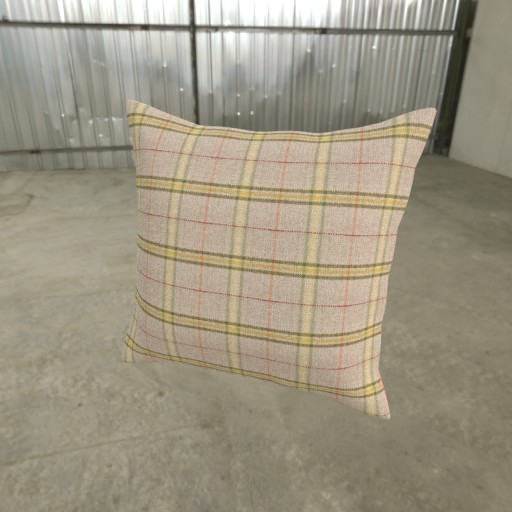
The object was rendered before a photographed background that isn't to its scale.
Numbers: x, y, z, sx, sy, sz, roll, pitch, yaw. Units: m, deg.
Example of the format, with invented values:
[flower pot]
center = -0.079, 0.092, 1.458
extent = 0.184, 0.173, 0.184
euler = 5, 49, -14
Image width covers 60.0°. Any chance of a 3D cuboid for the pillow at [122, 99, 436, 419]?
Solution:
[pillow]
center = 0.000, 0.000, 0.670
extent = 0.453, 0.430, 0.200
euler = 7, 26, 15
